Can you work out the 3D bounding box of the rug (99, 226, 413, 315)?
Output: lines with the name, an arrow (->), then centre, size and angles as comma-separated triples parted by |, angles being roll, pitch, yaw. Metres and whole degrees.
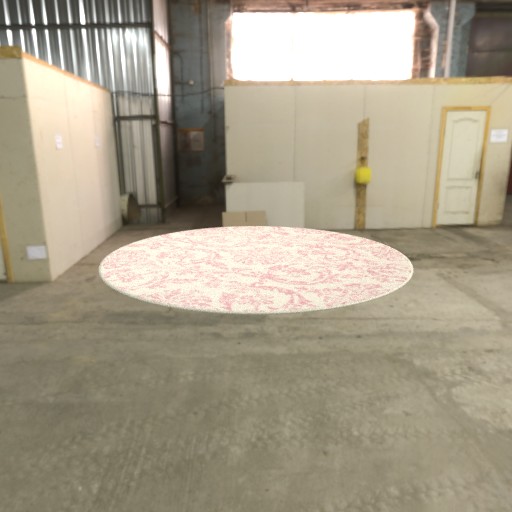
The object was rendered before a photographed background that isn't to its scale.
rug -> 0.000, 0.000, 2.370 | 1.593, 0.012, 1.593 | 0, 15, 0
